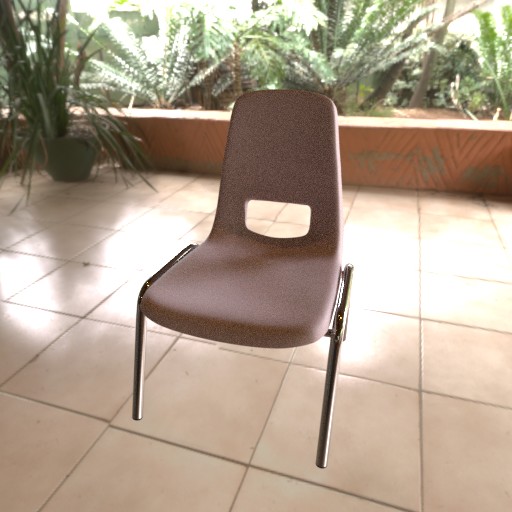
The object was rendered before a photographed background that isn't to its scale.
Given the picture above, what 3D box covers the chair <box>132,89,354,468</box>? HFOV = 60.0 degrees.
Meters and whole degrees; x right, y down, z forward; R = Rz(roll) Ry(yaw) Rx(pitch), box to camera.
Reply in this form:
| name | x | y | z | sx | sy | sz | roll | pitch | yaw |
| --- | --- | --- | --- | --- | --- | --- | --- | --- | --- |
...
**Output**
| name | x | y | z | sx | sy | sz | roll | pitch | yaw |
| --- | --- | --- | --- | --- | --- | --- | --- | --- | --- |
| chair | 0.000 | 0.000 | 0.802 | 0.354 | 0.536 | 0.385 | 8 | 27 | 16 |
